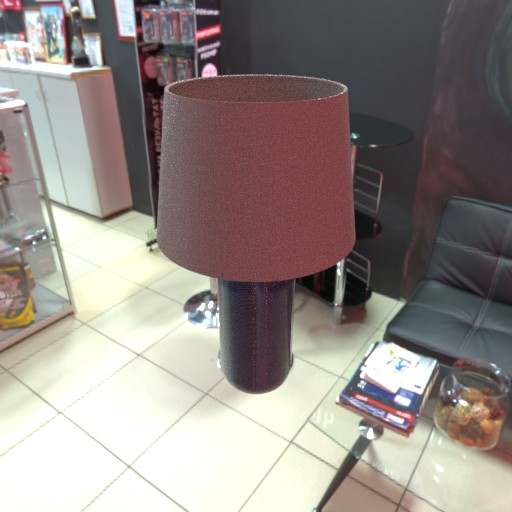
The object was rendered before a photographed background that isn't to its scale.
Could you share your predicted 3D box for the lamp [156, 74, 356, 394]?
[{"bbox_3d":[0.000,0.000,0.593,0.253,0.428,0.253,0,29,0],"label":"lamp"}]
